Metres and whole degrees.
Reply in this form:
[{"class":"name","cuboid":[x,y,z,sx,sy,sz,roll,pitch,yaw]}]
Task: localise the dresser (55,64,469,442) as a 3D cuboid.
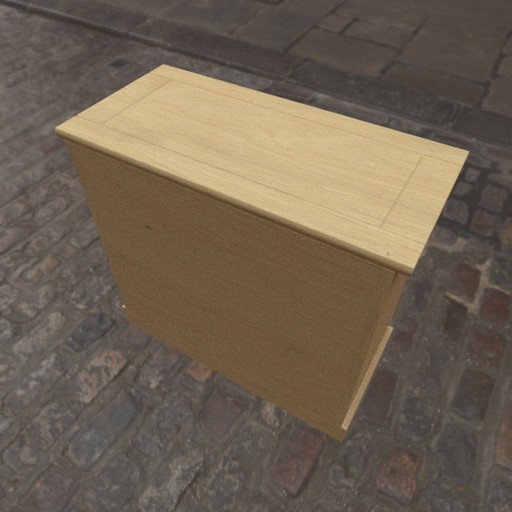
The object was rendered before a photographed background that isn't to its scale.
[{"class":"dresser","cuboid":[0.000,0.000,1.381,0.915,0.835,0.440,24,51,21]}]
